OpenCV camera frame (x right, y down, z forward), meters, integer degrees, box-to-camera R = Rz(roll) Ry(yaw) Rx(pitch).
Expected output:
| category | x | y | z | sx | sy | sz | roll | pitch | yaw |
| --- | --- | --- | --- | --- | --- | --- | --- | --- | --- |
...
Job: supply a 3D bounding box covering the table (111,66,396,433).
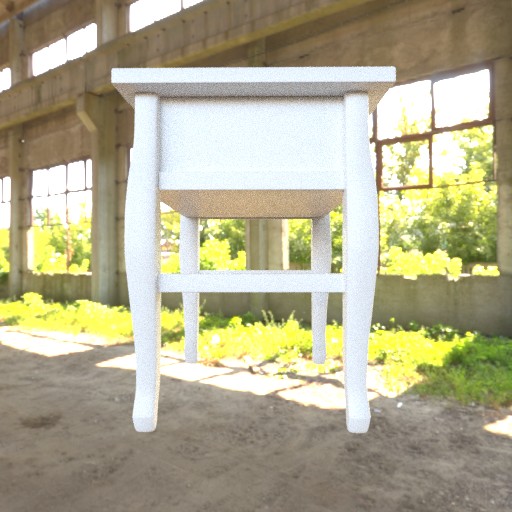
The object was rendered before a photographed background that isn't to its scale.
| category | x | y | z | sx | sy | sz | roll | pitch | yaw |
| --- | --- | --- | --- | --- | --- | --- | --- | --- | --- |
| table | 0.000 | 0.000 | 1.011 | 0.463 | 0.605 | 0.599 | 0 | -1 | 1 |
